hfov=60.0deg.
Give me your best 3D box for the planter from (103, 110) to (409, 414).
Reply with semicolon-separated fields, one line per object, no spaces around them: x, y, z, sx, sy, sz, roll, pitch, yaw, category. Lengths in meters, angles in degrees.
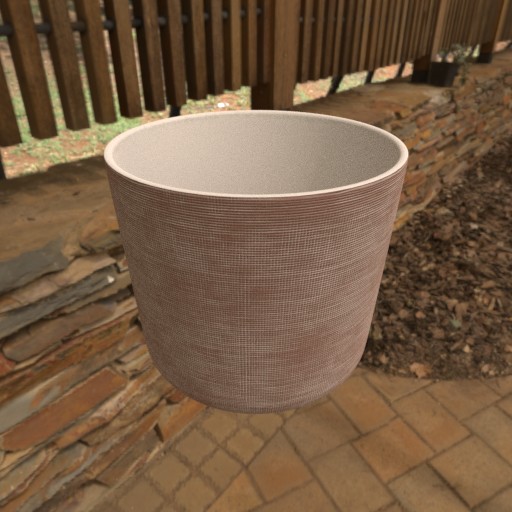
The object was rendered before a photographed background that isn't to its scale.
0.000;0.000;0.765;0.440;0.398;0.440;0;30;0;planter
